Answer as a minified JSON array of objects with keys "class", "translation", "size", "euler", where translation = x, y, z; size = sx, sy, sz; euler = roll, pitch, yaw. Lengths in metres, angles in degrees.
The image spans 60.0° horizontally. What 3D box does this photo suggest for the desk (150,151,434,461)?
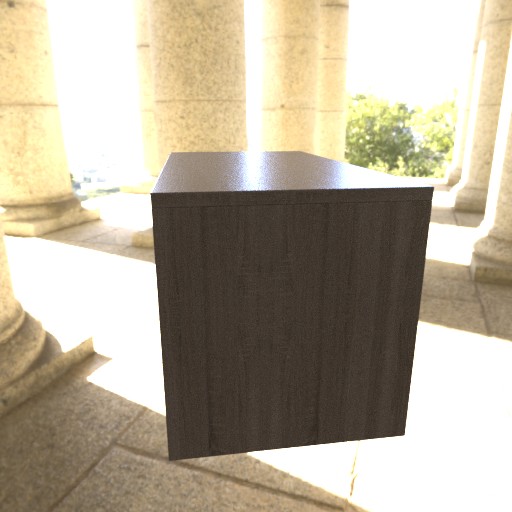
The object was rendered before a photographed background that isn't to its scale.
[{"class":"desk","translation":[0.000,0.000,1.813],"size":[0.690,0.745,1.380],"euler":[-2,17,-8]}]
